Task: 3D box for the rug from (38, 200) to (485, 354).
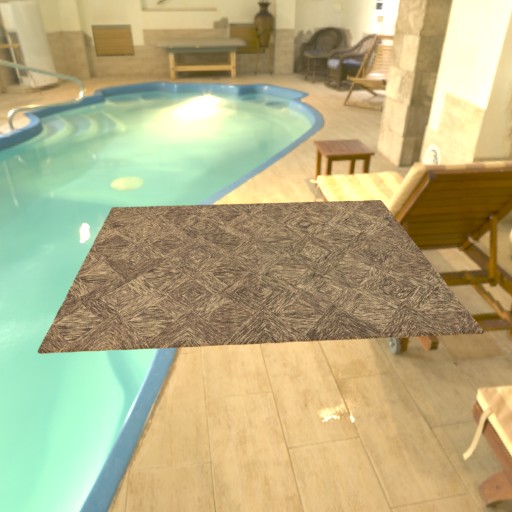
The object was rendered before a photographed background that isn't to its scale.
[{"bbox_3d":[0.000,0.000,4.198,3.204,0.017,2.448,-2,31,-3],"label":"rug"}]
